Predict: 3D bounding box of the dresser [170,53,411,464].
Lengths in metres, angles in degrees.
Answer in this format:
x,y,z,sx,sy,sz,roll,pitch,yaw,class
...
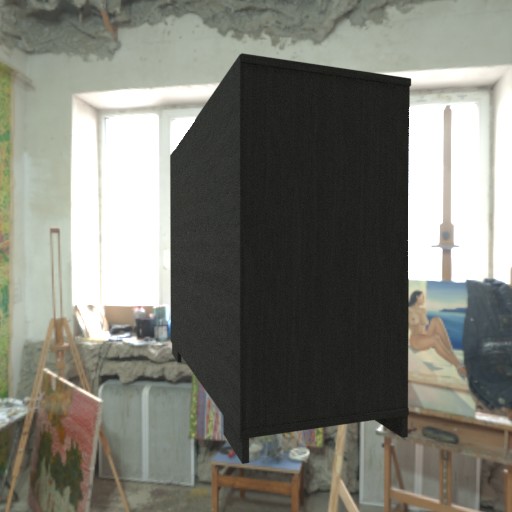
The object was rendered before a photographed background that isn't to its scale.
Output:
x,y,z,sx,sy,sz,roll,pitch,yaw,class
0.000,0.000,1.412,0.404,0.816,0.994,0,1,-19,dresser
